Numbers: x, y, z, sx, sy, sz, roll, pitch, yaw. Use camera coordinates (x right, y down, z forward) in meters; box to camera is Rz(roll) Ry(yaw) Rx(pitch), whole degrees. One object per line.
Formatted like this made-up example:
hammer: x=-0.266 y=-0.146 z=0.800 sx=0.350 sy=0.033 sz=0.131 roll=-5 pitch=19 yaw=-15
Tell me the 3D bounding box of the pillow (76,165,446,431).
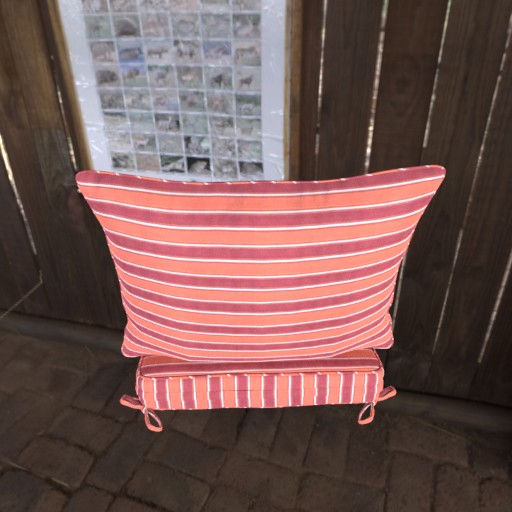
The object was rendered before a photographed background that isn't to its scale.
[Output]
pillow: x=0.000 y=0.000 z=1.352 sx=0.799 sy=0.723 sz=0.733 roll=-1 pitch=28 yaw=-2
